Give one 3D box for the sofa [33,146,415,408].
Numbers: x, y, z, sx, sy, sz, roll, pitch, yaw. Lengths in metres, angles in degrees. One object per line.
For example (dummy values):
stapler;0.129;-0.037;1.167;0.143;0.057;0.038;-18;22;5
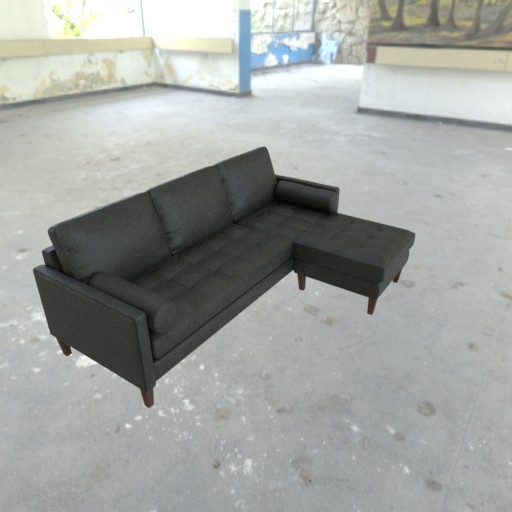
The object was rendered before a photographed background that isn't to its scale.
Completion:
sofa;0.000;0.000;2.911;1.497;0.876;2.178;18;33;30
